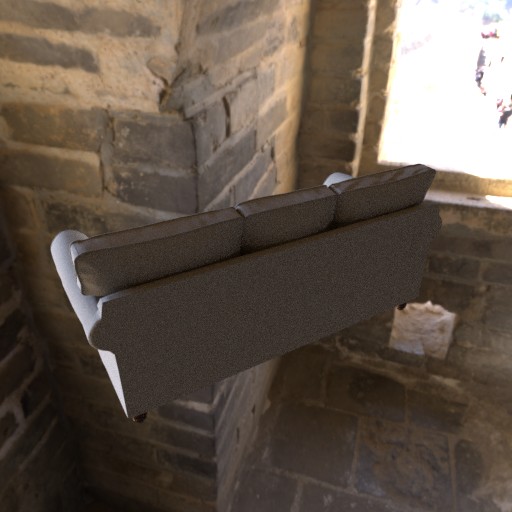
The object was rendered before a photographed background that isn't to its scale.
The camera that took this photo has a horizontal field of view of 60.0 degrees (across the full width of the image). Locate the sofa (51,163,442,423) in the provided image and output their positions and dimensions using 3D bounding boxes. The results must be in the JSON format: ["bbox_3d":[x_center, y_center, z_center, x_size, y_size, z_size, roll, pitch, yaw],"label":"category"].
[{"bbox_3d":[0.000,0.000,2.588,2.084,0.961,0.916,-16,33,-27],"label":"sofa"}]
